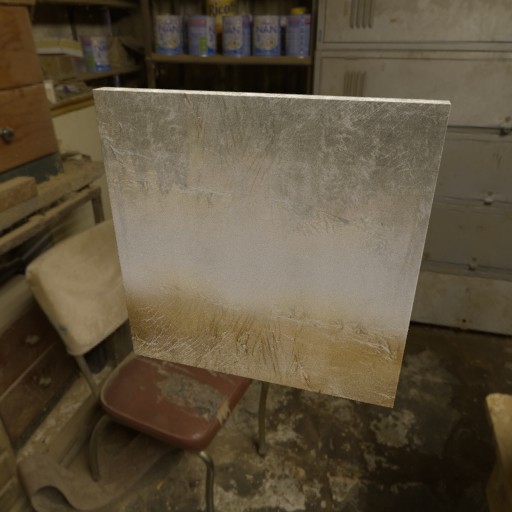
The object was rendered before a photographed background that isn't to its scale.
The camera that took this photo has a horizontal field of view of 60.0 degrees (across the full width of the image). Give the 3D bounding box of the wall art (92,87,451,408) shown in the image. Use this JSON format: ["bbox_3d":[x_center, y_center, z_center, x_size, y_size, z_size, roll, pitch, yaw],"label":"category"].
[{"bbox_3d":[0.000,0.000,0.884,0.610,0.610,0.038,8,28,15],"label":"wall art"}]
